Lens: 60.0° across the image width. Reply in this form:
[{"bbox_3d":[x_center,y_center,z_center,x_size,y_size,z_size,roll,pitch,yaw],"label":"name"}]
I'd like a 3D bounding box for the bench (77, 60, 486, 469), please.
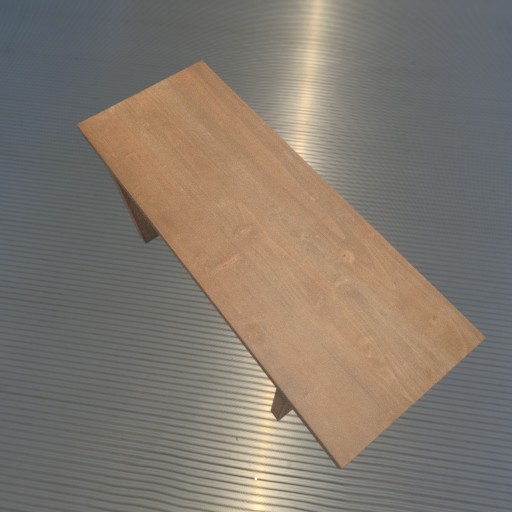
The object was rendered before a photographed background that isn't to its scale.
[{"bbox_3d":[0.000,0.000,1.395,0.458,0.458,1.183,-34,68,-16],"label":"bench"}]
